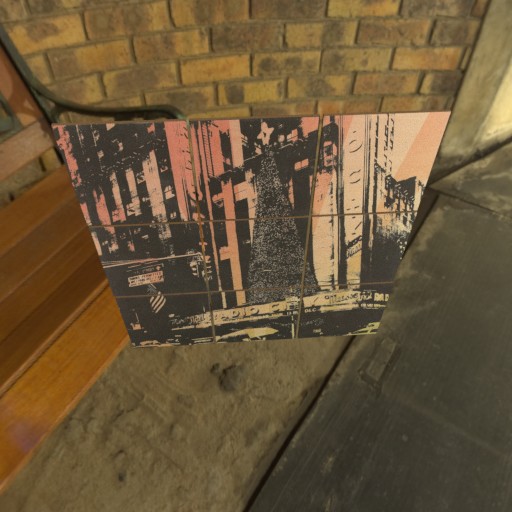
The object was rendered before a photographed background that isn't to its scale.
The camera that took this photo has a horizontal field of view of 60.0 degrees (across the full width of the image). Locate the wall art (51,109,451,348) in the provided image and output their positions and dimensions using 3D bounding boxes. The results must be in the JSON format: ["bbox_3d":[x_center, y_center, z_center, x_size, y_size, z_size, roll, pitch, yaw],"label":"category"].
[{"bbox_3d":[0.000,0.000,1.346,0.919,0.917,0.010,-3,46,-3],"label":"wall art"}]
